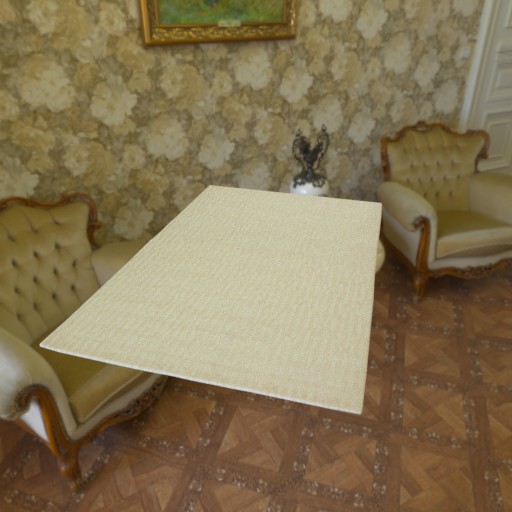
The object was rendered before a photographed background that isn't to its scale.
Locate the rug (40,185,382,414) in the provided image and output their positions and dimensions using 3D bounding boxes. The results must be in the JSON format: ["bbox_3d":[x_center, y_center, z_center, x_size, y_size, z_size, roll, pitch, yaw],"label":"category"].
[{"bbox_3d":[0.000,0.000,2.341,1.238,0.014,1.848,8,30,14],"label":"rug"}]
